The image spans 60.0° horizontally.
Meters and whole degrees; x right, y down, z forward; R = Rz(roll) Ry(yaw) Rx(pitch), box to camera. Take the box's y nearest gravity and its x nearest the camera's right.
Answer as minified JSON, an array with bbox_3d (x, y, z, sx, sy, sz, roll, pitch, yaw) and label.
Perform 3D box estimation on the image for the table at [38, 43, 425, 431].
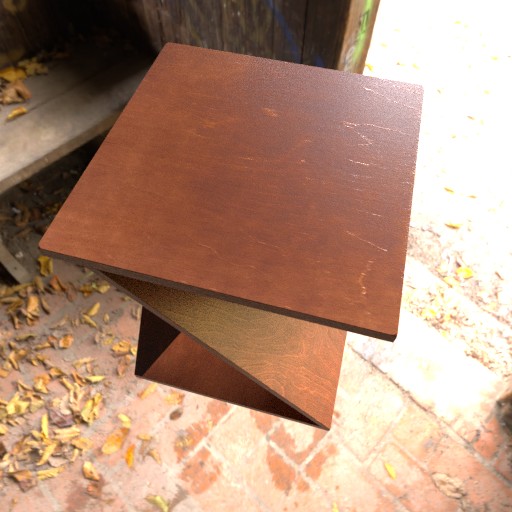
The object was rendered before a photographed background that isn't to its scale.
[{"bbox_3d":[0.000,0.000,0.828,0.427,0.520,0.427,13,59,8],"label":"table"}]
